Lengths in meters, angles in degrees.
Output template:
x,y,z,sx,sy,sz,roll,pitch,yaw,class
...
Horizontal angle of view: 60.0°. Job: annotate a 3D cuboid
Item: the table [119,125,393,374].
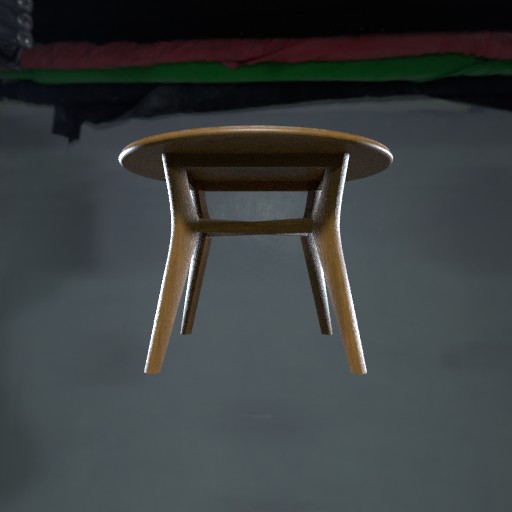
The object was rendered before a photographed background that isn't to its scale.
x,y,z,sx,sy,sz,roll,pitch,yaw,class
0.000,0.000,1.791,1.055,0.757,1.055,0,1,0,table
